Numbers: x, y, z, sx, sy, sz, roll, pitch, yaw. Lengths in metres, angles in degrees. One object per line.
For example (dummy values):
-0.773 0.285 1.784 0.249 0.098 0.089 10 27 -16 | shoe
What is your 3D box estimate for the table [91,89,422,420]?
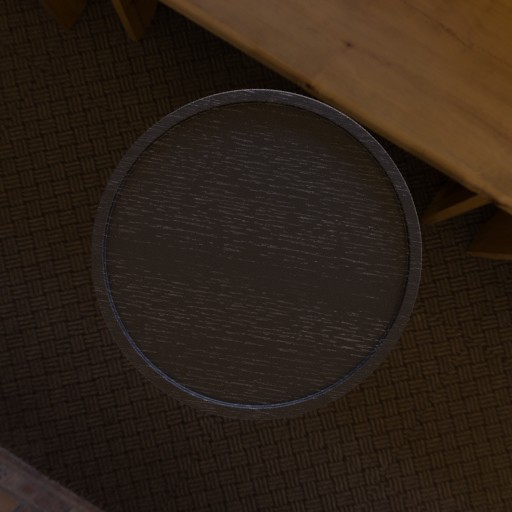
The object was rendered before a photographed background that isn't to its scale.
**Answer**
0.000 0.000 0.763 0.399 0.460 0.399 0 89 0 | table
